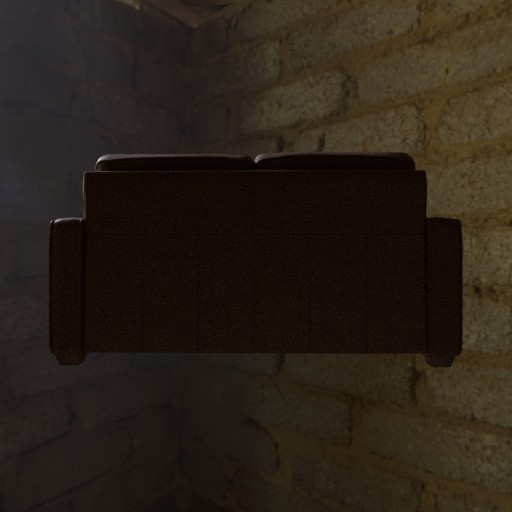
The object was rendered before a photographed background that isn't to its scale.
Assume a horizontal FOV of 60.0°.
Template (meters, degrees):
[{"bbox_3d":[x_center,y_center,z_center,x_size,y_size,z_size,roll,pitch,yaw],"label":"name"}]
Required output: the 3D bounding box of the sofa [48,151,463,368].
[{"bbox_3d":[0.000,0.000,2.260,1.709,0.918,0.947,0,0,1],"label":"sofa"}]
